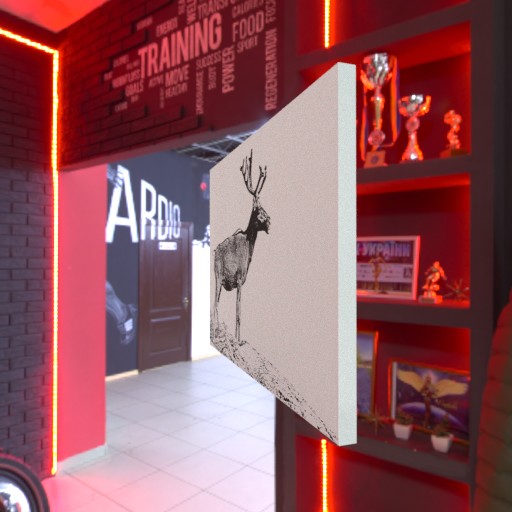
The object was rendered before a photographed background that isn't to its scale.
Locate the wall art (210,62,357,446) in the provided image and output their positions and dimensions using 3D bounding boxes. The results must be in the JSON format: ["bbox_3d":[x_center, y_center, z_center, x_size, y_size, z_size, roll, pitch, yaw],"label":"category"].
[{"bbox_3d":[0.000,0.000,1.145,0.033,0.617,0.906,0,-1,-19],"label":"wall art"}]
